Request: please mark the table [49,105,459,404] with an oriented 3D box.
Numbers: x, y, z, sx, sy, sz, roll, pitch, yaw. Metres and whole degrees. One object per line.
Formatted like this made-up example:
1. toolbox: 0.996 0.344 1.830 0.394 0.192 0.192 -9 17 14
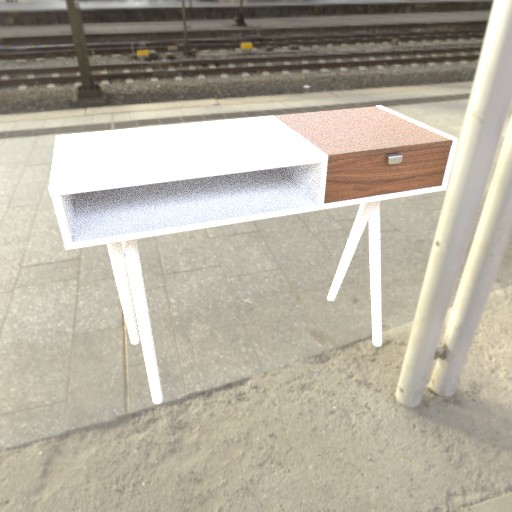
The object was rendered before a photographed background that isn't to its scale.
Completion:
1. table: 0.000 0.000 1.454 1.066 0.785 0.418 -10 34 -16
